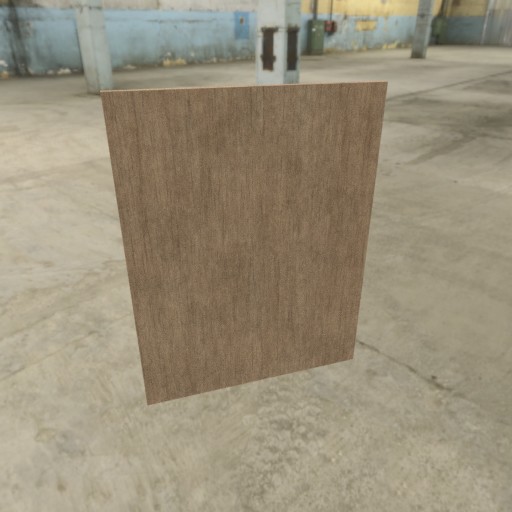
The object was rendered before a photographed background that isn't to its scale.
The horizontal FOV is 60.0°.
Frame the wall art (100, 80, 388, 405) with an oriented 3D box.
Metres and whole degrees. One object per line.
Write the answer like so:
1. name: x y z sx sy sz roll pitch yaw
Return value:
1. wall art: 0.000 0.000 0.951 0.534 0.686 0.018 -8 28 -16
